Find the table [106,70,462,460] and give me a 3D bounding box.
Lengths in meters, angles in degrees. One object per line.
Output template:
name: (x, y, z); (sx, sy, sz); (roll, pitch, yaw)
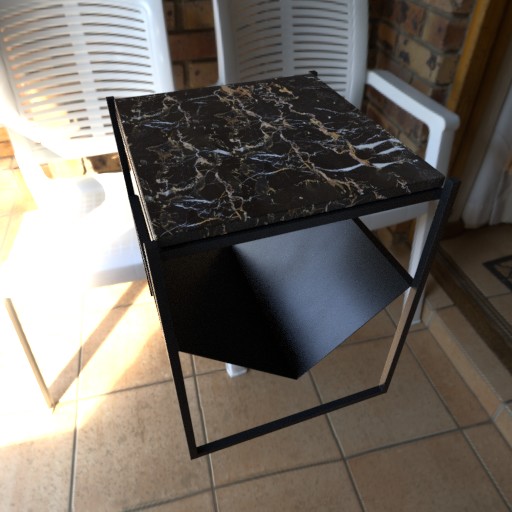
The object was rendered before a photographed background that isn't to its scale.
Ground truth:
table: (0.000, 0.000, 0.893); (0.432, 0.534, 0.469); (-13, 43, -15)
